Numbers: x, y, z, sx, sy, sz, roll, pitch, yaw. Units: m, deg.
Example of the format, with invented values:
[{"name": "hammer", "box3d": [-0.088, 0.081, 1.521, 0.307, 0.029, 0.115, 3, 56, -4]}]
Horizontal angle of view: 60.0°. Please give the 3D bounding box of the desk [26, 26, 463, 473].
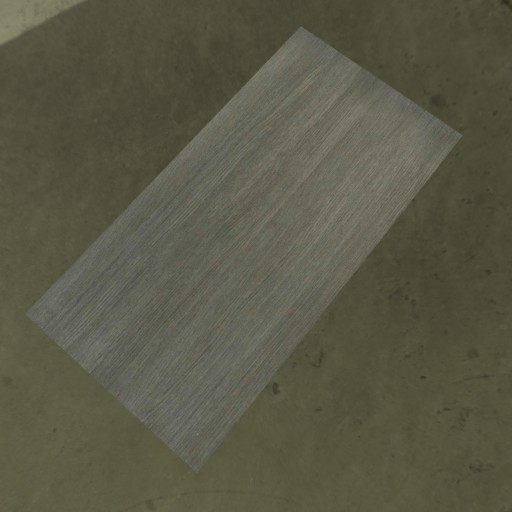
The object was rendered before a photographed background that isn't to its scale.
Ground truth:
[{"name": "desk", "box3d": [0.000, 0.000, 1.498, 0.560, 0.730, 1.096, 39, 78, 9]}]
